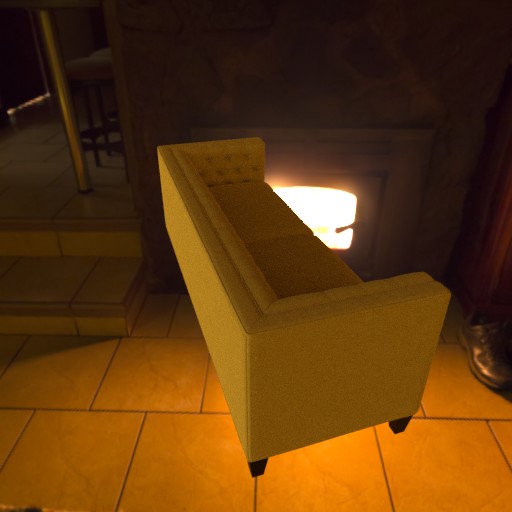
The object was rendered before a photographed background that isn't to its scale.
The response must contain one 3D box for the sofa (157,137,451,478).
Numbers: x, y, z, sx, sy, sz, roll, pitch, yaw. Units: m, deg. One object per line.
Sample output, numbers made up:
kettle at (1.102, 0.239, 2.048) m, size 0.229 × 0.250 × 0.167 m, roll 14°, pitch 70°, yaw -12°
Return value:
sofa at (0.000, 0.000, 2.542) m, size 0.775 × 0.762 × 2.159 m, roll -9°, pitch 31°, yaw -16°
